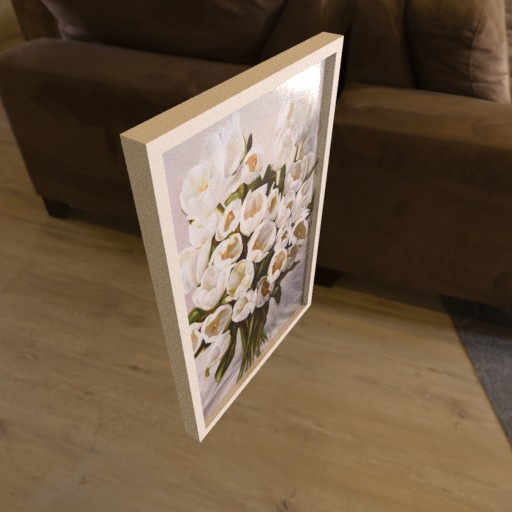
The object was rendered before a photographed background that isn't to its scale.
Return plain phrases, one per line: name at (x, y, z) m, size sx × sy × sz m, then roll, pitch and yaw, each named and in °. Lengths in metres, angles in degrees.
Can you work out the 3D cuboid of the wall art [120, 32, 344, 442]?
wall art at (0.000, 0.000, 0.816) m, size 0.038 × 0.657 × 0.450 m, roll 25°, pitch 48°, yaw 25°
